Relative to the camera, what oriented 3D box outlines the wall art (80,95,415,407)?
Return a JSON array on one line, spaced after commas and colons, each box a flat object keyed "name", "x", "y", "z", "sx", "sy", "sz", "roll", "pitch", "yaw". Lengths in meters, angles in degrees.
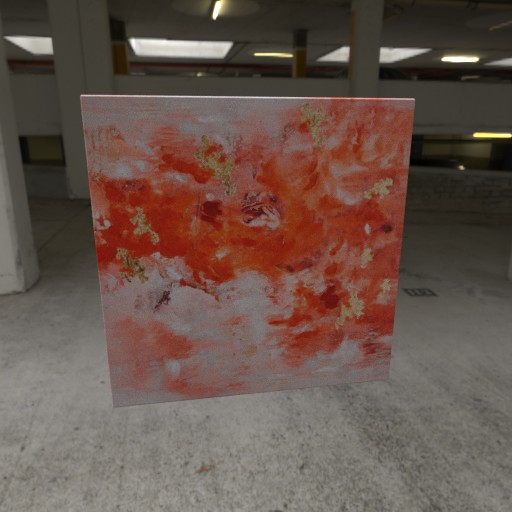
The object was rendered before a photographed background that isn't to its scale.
[{"name": "wall art", "x": 0.000, "y": 0.000, "z": 1.107, "sx": 0.747, "sy": 0.746, "sz": 0.064, "roll": -3, "pitch": 17, "yaw": -10}]
